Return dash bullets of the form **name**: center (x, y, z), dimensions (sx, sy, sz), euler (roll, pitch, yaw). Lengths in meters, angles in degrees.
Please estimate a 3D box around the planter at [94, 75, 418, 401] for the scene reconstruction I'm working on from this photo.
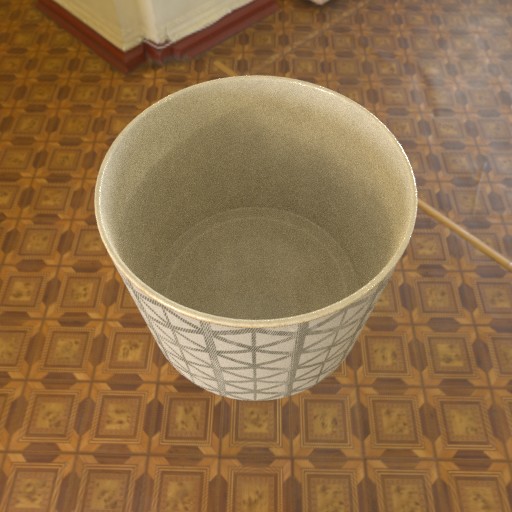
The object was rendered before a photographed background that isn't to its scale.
- **planter**: center (0.000, 0.000, 0.450), dimensions (0.250, 0.239, 0.250), euler (0, 59, 0)
